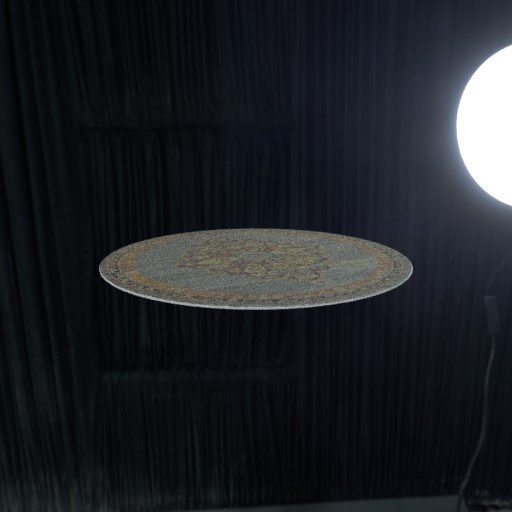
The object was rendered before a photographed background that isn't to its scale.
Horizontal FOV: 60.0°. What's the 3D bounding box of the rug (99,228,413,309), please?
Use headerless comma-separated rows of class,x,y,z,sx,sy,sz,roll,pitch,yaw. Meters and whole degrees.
rug,0.000,0.000,2.390,1.598,0.010,1.598,0,14,0
